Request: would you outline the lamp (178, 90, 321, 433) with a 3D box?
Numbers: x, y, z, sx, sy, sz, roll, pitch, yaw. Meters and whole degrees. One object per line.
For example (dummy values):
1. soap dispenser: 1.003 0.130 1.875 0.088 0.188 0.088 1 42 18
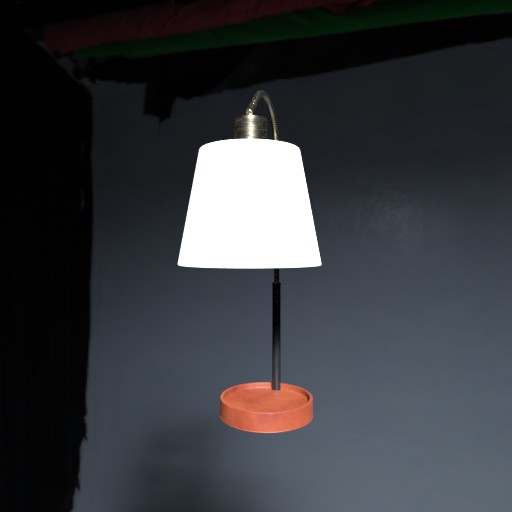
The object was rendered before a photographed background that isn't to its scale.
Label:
1. lamp: 0.000 0.000 0.689 0.211 0.536 0.273 0 1 18
